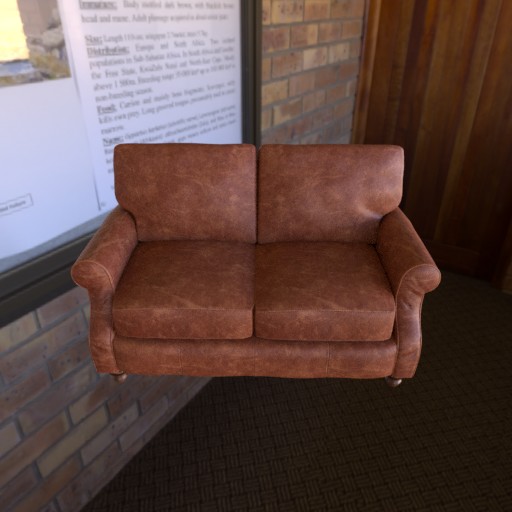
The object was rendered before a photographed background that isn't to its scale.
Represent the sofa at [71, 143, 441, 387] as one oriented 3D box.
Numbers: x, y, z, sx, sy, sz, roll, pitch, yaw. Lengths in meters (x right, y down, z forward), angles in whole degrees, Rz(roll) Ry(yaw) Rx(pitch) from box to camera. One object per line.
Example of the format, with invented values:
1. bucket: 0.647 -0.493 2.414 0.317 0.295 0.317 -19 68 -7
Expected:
1. sofa: 0.000 0.000 2.246 1.616 0.967 0.990 1 30 1
